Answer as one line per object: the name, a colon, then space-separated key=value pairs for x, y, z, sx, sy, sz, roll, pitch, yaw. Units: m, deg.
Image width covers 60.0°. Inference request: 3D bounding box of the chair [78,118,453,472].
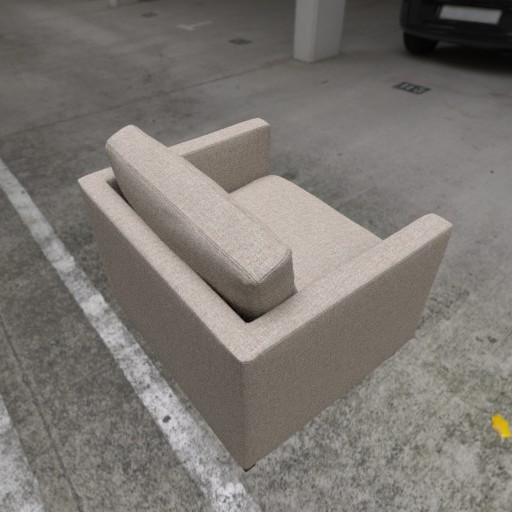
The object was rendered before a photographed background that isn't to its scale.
chair: x=0.000 y=0.000 z=1.799 sx=0.959 sy=0.961 sz=1.107 roll=-28 pitch=49 yaw=-28
